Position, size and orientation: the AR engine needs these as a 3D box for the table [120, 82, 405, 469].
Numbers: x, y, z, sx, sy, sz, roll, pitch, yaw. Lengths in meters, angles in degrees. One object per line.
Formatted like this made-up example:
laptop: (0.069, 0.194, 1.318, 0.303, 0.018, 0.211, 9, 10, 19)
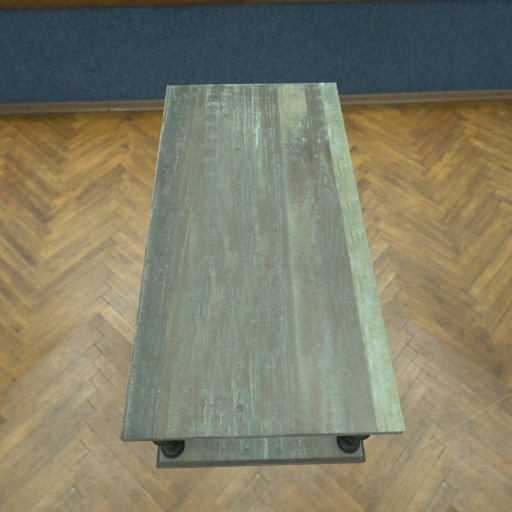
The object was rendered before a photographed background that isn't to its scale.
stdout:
table: (0.000, 0.000, 1.323, 0.554, 0.399, 1.088, -1, 57, -1)
